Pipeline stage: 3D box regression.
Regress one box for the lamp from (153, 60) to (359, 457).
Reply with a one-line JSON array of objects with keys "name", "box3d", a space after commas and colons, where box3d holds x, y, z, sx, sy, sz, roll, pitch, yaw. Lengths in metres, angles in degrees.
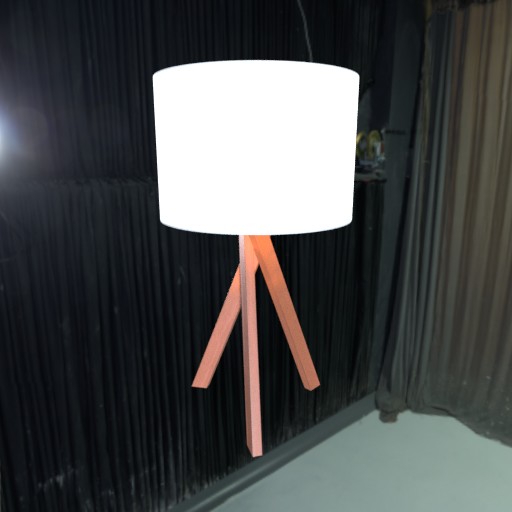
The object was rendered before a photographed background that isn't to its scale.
[{"name": "lamp", "box3d": [0.000, 0.000, 0.918, 0.380, 0.686, 0.380, -13, 19, -43]}]
